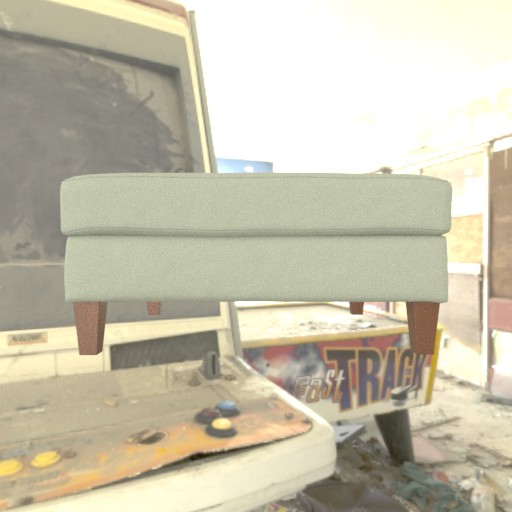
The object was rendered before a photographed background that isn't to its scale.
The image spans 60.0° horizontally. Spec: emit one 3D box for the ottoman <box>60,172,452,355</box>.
[{"bbox_3d":[0.000,0.000,1.497,0.991,0.494,0.842,0,0,0],"label":"ottoman"}]
